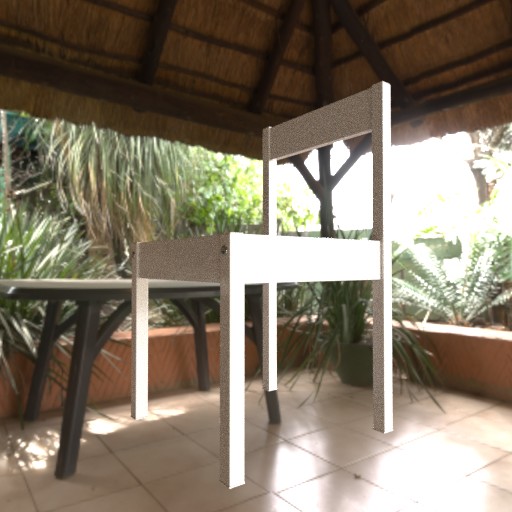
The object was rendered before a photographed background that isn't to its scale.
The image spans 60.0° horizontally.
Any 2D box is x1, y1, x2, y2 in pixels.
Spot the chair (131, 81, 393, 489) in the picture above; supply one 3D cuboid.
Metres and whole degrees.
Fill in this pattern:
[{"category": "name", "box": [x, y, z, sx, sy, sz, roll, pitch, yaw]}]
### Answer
[{"category": "chair", "box": [0.000, 0.000, 0.675, 0.285, 0.505, 0.285, 1, -2, -37]}]
